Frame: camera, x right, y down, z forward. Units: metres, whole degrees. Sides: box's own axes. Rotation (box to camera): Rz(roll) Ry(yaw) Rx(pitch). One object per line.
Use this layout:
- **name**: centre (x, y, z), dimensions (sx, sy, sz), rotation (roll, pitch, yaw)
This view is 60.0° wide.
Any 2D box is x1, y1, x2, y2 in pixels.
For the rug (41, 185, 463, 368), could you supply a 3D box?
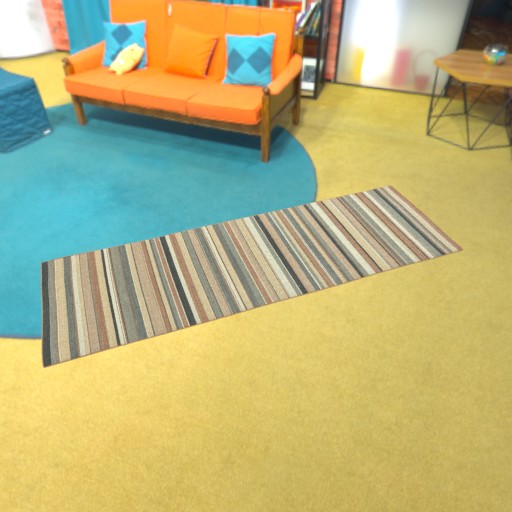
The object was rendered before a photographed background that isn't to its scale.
- **rug**: centre (0.000, 0.000, 2.683), dimensions (2.444, 0.010, 0.799), rotation (-14, 43, -16)
